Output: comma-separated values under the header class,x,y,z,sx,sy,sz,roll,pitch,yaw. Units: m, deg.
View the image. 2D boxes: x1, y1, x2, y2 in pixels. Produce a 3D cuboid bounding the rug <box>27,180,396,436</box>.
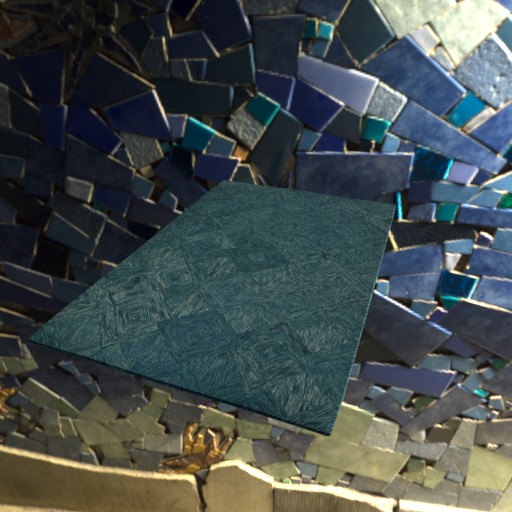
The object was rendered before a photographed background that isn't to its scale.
class,x,y,z,sx,sy,sz,roll,pitch,yaw
rug,0.000,0.000,2.129,1.136,0.017,1.728,11,32,18
